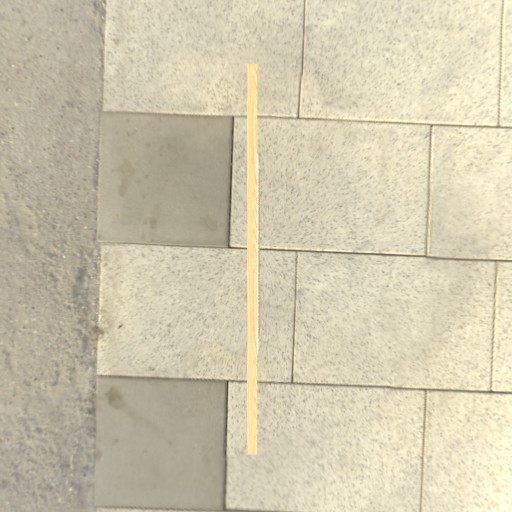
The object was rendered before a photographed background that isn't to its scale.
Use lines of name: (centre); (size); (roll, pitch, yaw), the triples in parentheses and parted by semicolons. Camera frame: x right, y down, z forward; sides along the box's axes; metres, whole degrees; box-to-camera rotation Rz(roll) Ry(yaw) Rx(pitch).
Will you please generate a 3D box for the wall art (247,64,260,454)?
wall art: (0.000, 0.000, 1.909); (0.025, 1.521, 1.011); (0, 91, 1)
